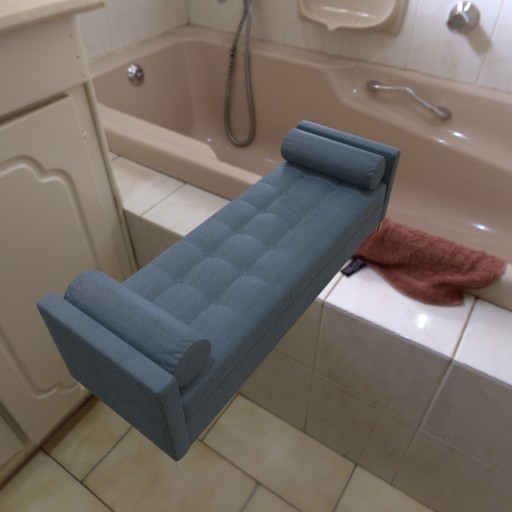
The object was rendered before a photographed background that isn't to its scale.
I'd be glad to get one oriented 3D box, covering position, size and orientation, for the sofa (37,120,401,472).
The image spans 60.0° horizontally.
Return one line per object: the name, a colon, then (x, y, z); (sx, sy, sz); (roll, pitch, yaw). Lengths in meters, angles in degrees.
sofa: (0.000, 0.000, 2.354); (0.686, 0.635, 1.981); (26, 48, 26)
